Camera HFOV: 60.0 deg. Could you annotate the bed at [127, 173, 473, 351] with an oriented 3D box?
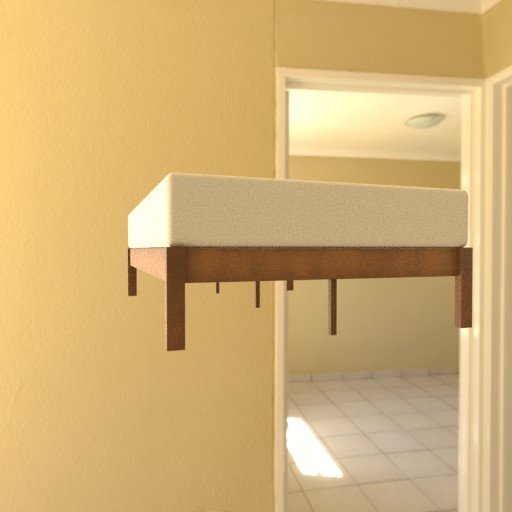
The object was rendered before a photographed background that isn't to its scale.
[{"bbox_3d":[0.000,0.000,2.644,1.348,0.616,1.927,0,1,-20],"label":"bed"}]
